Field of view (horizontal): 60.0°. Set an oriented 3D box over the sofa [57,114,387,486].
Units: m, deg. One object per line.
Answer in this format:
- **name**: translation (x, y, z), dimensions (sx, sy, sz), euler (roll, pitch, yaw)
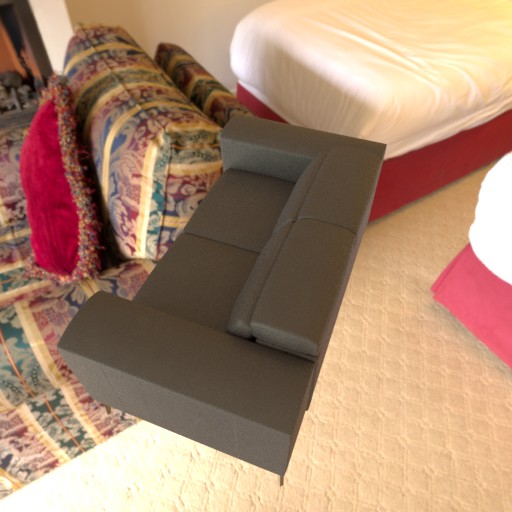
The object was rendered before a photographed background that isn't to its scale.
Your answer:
- **sofa**: translation (0.000, 0.000, 2.378), dimensions (1.003, 0.779, 1.895), euler (16, 50, 14)
